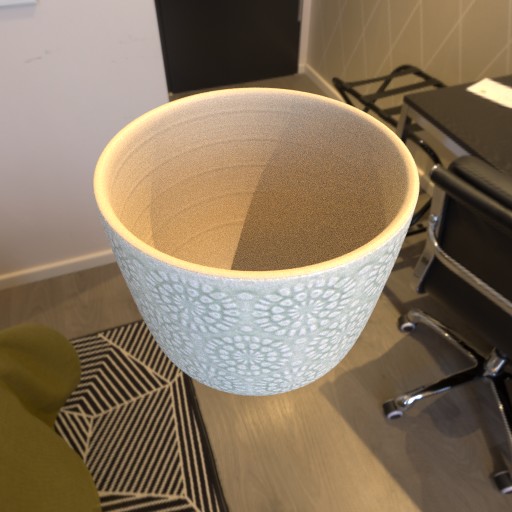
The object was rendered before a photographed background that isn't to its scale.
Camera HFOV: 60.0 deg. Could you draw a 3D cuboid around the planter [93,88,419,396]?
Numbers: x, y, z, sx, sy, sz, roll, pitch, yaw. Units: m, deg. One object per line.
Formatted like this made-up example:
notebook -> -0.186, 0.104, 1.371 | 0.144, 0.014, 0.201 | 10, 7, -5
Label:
planter -> 0.000, 0.000, 0.211 | 0.124, 0.109, 0.124 | 0, 46, 0
